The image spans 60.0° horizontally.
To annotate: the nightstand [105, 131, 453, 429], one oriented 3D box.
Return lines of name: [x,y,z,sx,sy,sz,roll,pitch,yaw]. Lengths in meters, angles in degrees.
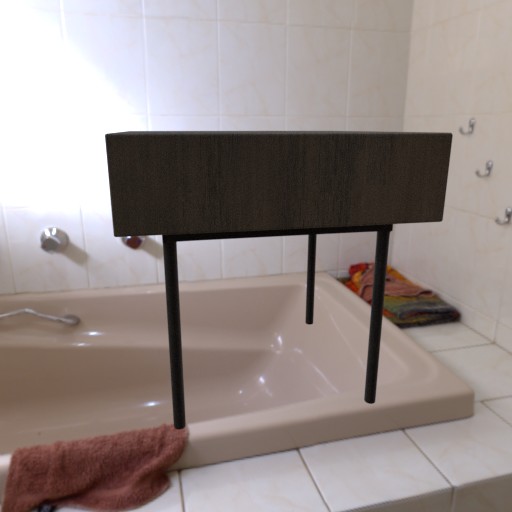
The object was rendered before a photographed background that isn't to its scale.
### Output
nightstand: [0.000,0.000,0.920,0.503,0.497,0.502,-3,16,-12]
